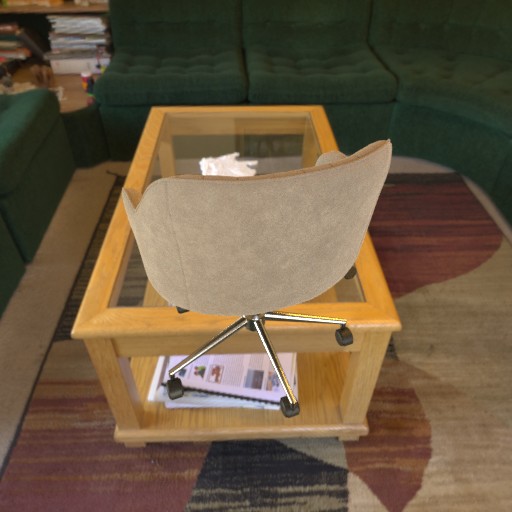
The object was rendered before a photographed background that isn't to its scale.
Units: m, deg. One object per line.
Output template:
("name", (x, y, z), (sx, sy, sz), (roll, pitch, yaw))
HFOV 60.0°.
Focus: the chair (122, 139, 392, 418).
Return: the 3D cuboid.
("chair", (0.000, 0.000, 1.240), (0.635, 0.831, 0.573), (-13, 43, -14))
